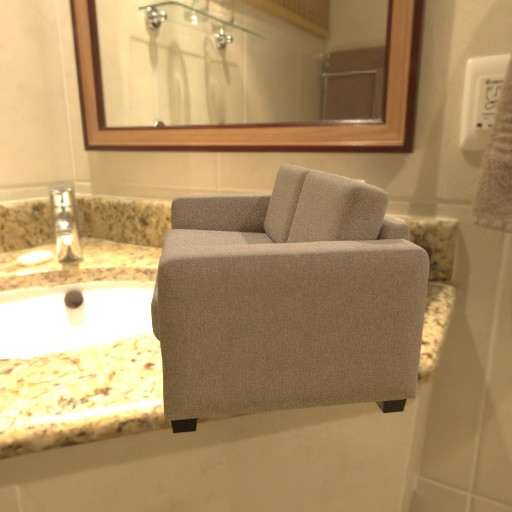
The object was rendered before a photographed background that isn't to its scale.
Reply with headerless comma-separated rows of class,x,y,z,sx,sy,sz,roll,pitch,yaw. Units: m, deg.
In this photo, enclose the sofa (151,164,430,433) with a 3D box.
sofa,0.000,0.000,2.098,0.900,0.800,1.540,-2,15,-8
